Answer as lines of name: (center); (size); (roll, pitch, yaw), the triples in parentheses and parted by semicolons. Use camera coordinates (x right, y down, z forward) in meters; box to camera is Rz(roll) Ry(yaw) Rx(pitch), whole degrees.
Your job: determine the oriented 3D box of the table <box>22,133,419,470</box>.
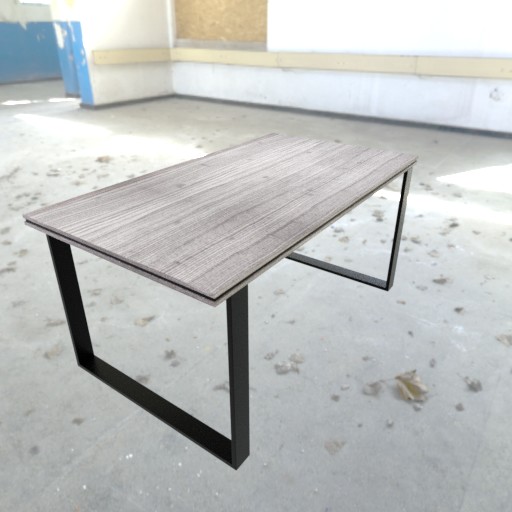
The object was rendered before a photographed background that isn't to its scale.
table: (0.000, 0.000, 2.062); (0.881, 0.736, 1.579); (19, 33, 31)
